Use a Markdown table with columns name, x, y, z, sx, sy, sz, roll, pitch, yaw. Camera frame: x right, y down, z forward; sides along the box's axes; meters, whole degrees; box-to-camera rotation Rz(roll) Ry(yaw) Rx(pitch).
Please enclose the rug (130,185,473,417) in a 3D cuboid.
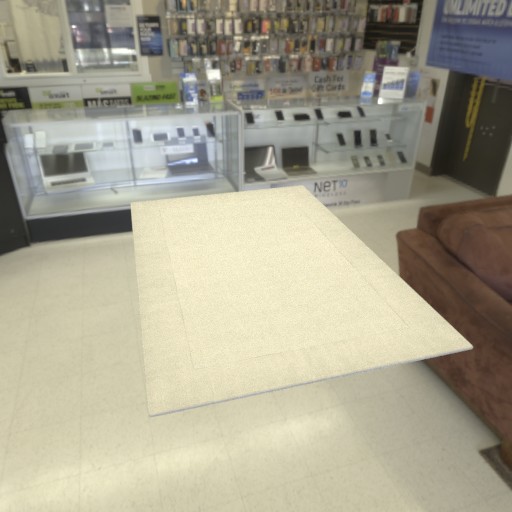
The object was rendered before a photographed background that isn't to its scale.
| name | x | y | z | sx | sy | sz | roll | pitch | yaw |
| --- | --- | --- | --- | --- | --- | --- | --- | --- | --- |
| rug | 0.000 | 0.000 | 2.315 | 1.219 | 0.013 | 1.829 | -8 | 30 | -14 |
